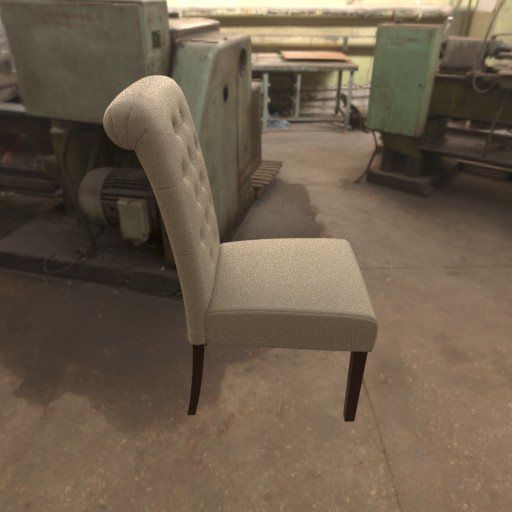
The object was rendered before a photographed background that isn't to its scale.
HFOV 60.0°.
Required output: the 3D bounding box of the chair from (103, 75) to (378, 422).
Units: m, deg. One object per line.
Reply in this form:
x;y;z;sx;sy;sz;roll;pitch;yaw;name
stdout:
0.000;0.000;1.357;0.671;1.006;0.456;0;30;1;chair
